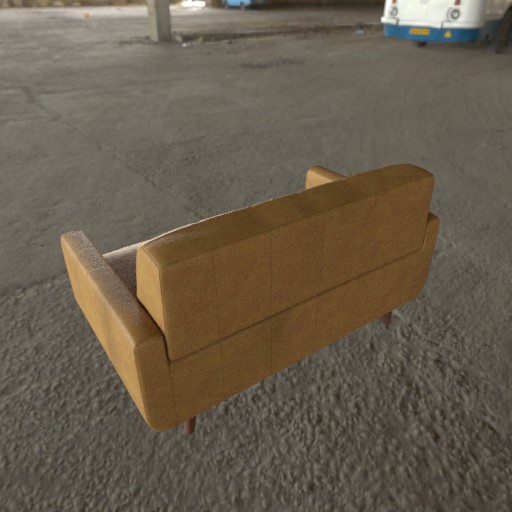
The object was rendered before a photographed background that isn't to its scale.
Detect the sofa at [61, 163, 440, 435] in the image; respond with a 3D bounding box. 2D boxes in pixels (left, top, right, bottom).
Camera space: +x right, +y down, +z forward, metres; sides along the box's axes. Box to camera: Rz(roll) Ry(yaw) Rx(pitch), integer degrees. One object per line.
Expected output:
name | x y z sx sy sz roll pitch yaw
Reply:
sofa | 0.000 0.000 2.268 1.651 0.925 0.952 -20 37 -29
